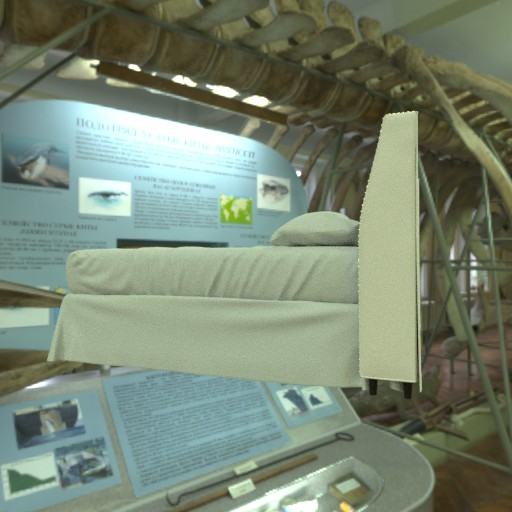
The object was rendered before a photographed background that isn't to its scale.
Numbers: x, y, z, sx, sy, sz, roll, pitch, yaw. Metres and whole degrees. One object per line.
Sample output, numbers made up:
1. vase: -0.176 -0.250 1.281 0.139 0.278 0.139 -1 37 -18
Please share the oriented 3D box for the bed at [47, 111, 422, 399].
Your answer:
1. bed: 0.000 0.000 3.261 2.276 1.332 1.925 0 -1 20
